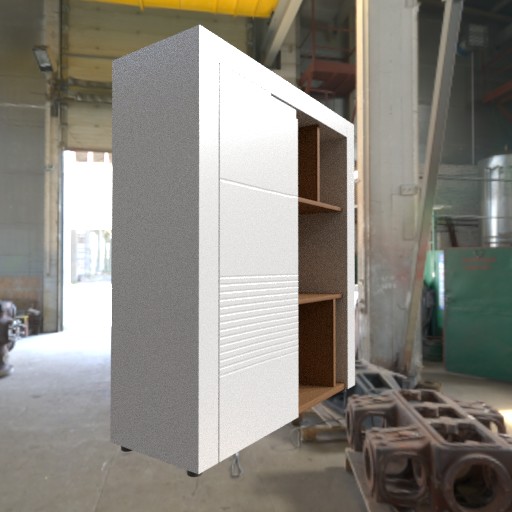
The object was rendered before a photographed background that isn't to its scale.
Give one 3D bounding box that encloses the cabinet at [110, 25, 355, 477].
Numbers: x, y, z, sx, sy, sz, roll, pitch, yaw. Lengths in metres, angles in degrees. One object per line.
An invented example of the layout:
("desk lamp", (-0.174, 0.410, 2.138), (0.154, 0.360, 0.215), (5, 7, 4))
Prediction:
("cabinet", (0.000, 0.000, 1.612), (0.348, 1.150, 0.990), (-1, -1, 35))
